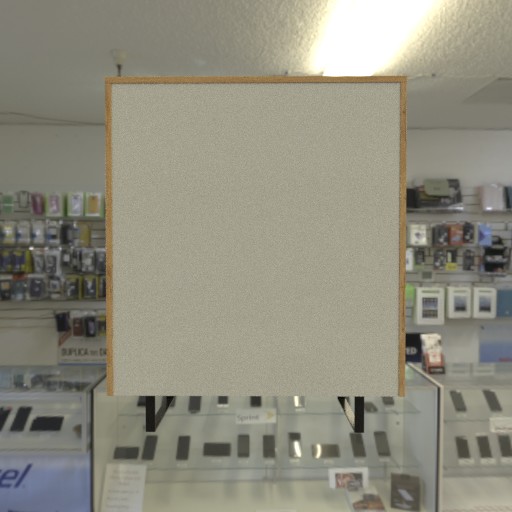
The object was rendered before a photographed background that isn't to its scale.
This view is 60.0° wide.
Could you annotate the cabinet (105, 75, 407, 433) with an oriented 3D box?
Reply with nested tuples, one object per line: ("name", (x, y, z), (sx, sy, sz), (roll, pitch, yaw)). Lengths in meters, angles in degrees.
("cabinet", (0.000, 0.000, 1.959), (1.168, 1.397, 0.473), (0, 1, 1))
